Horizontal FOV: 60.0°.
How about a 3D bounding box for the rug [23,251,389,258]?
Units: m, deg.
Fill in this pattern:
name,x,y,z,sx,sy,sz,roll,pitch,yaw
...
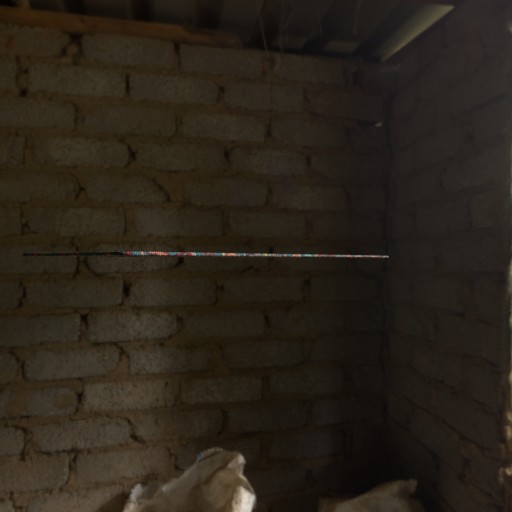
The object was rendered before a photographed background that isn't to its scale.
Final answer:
name,x,y,z,sx,sy,sz,roll,pitch,yaw
rug,0.000,0.000,2.514,0.686,0.013,2.286,0,-1,38
